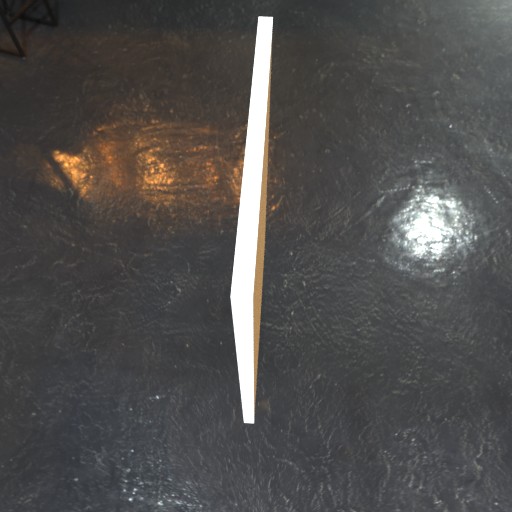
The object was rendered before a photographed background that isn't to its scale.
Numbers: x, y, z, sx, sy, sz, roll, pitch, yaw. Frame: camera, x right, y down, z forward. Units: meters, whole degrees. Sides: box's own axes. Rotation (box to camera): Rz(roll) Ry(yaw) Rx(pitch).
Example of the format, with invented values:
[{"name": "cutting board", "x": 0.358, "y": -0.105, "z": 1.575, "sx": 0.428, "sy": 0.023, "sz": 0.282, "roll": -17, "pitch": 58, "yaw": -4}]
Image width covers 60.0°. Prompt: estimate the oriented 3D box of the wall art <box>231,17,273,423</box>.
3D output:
[{"name": "wall art", "x": 0.000, "y": 0.000, "z": 1.377, "sx": 0.039, "sy": 1.050, "sz": 0.795, "roll": 3, "pitch": 59, "yaw": 2}]
